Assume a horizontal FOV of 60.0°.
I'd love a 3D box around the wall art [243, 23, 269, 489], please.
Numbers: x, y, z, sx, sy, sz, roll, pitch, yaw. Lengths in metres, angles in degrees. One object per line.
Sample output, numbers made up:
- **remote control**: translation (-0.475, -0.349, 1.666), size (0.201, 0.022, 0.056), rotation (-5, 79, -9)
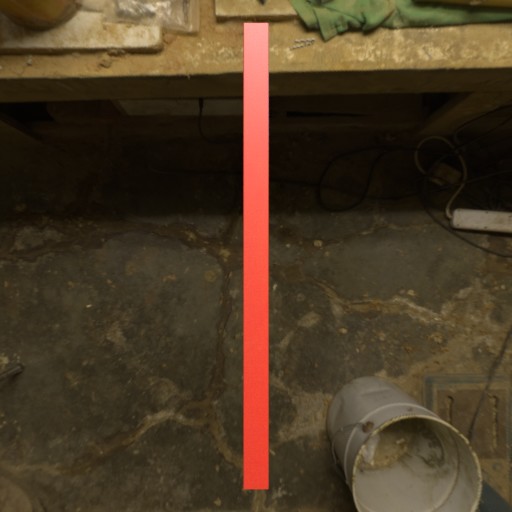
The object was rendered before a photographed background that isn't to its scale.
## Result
- **wall art**: translation (0.000, 0.000, 0.779), size (0.033, 0.405, 0.607), rotation (0, 90, 0)
